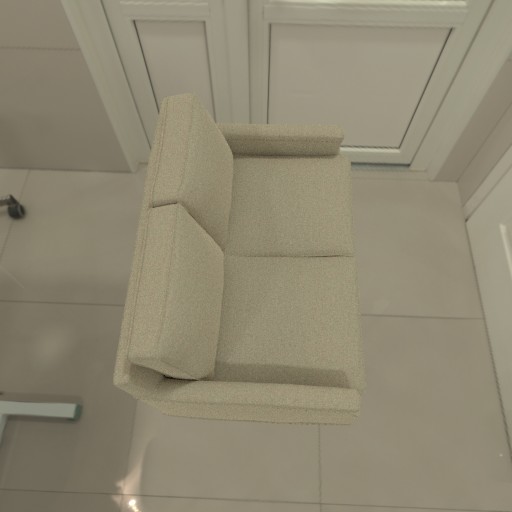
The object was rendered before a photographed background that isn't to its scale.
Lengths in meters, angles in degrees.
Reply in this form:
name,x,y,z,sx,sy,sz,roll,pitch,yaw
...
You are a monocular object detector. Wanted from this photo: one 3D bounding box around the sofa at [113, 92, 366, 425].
name,x,y,z,sx,sy,sz,roll,pitch,yaw
sofa,0.000,0.000,2.349,1.084,1.003,1.597,2,64,1
